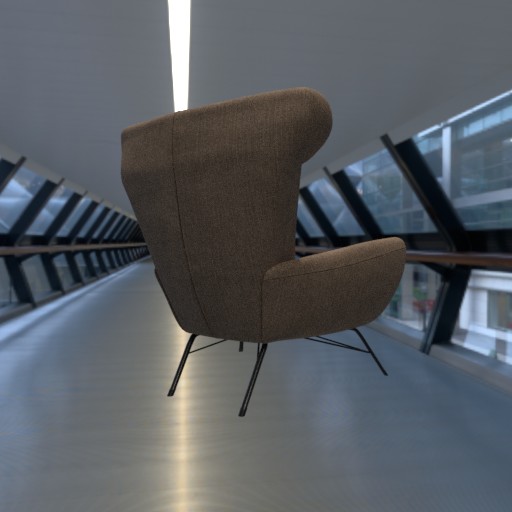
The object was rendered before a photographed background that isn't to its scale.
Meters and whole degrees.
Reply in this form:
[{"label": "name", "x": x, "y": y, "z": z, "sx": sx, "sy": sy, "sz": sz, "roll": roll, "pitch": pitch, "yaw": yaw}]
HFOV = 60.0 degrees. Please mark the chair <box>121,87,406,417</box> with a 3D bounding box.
[{"label": "chair", "x": 0.000, "y": 0.000, "z": 1.790, "sx": 0.980, "sy": 1.040, "sz": 0.900, "roll": 0, "pitch": 1, "yaw": 35}]
